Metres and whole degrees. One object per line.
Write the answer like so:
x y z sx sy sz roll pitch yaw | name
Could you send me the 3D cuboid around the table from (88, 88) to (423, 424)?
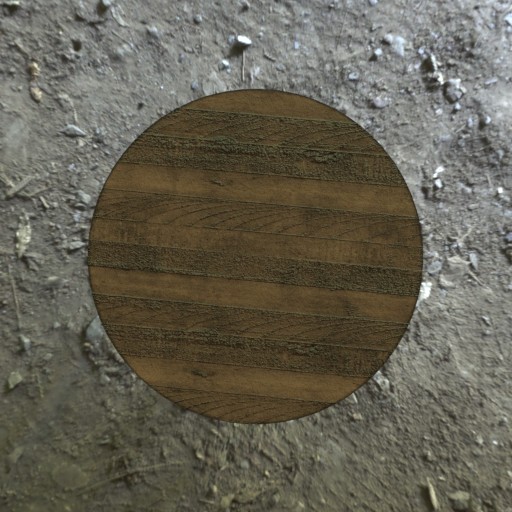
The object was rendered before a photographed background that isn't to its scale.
0.000 0.000 1.335 0.837 0.462 0.837 0 91 1 | table
